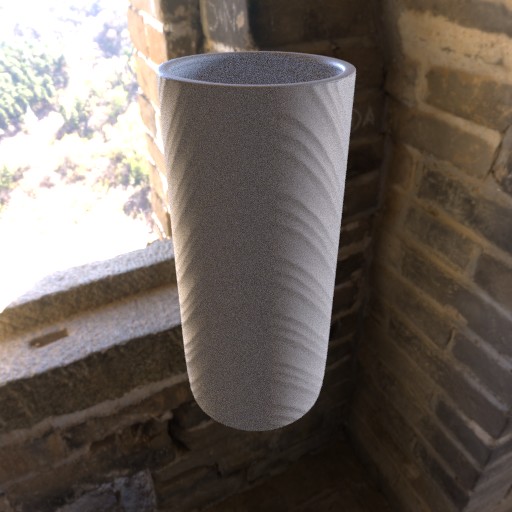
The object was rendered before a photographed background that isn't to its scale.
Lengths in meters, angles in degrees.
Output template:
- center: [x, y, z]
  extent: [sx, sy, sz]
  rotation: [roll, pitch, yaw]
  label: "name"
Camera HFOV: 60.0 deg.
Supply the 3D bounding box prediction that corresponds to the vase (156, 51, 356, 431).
- center: [0.000, 0.000, 0.394]
  extent: [0.143, 0.316, 0.143]
  rotation: [0, 33, 0]
  label: "vase"
